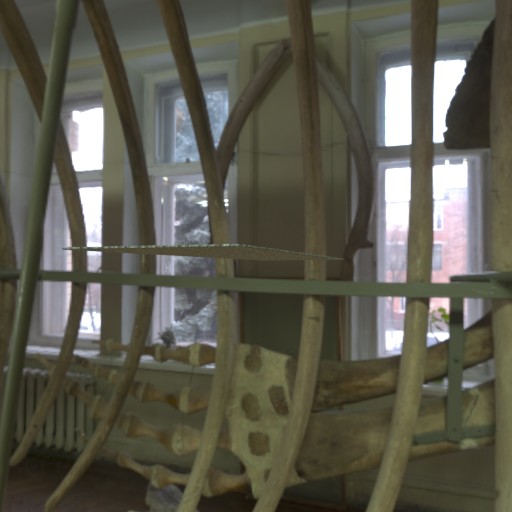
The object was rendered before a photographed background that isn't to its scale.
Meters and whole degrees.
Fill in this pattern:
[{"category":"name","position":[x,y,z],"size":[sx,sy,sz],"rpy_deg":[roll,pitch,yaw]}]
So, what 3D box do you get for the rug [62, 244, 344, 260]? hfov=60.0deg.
[{"category":"rug","position":[0.000,0.000,2.527],"size":[0.686,0.008,2.286],"rpy_deg":[-1,-2,19]}]
